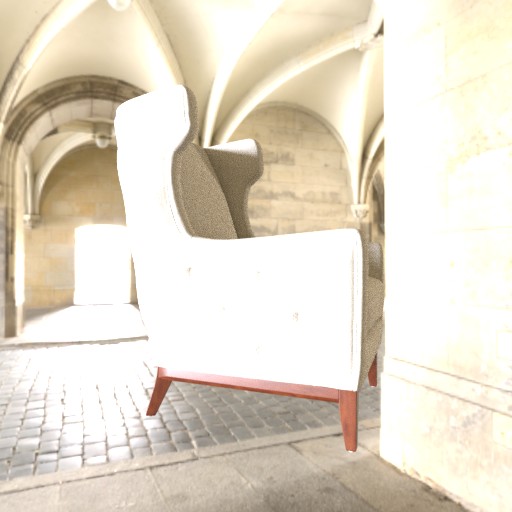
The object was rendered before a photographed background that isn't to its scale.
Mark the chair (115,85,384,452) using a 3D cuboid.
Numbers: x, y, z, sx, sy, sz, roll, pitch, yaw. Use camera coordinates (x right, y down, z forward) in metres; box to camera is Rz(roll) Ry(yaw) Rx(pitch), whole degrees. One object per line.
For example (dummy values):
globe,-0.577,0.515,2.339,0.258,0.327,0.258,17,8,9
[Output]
chair,0.000,0.000,1.667,0.899,1.079,0.778,0,-1,20
